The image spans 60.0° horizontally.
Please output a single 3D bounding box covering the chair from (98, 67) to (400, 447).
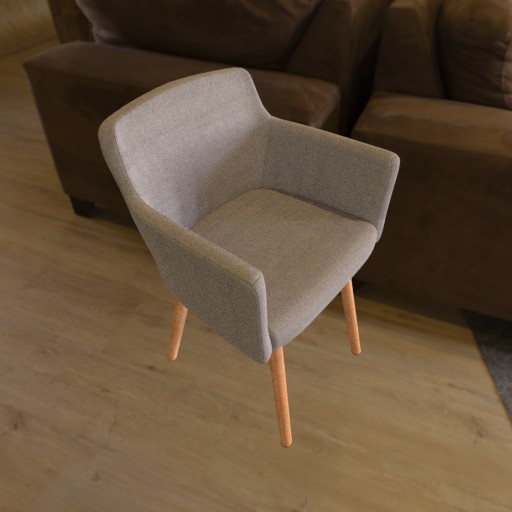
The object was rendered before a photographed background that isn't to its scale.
[{"bbox_3d":[0.000,0.000,1.151,0.540,0.780,0.570,27,48,28],"label":"chair"}]
